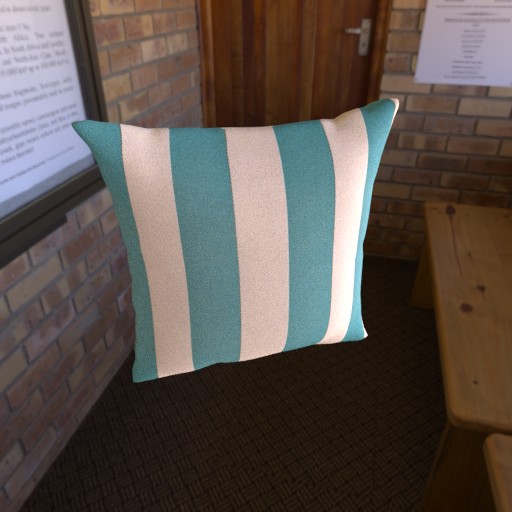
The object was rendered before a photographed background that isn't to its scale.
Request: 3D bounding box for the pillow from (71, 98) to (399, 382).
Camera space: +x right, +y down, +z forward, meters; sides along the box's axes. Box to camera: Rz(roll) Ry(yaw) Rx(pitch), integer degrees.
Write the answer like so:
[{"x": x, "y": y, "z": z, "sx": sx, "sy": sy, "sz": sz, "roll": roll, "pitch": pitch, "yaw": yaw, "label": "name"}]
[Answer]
[{"x": 0.000, "y": 0.000, "z": 0.814, "sx": 0.536, "sy": 0.526, "sz": 0.189, "roll": -9, "pitch": 32, "yaw": -15, "label": "pillow"}]
